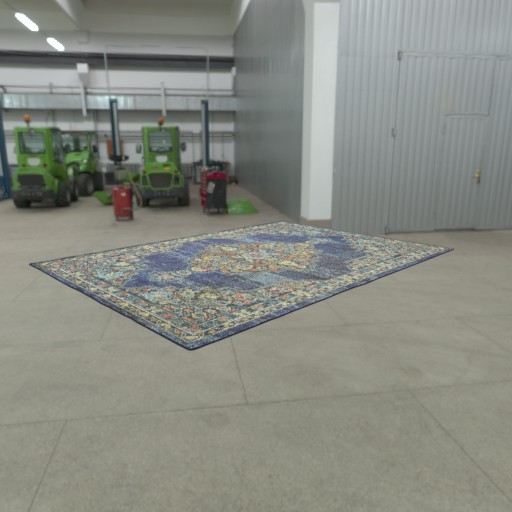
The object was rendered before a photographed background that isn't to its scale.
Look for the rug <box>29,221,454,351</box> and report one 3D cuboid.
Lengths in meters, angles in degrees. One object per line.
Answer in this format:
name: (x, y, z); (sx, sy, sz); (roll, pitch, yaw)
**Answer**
rug: (0.000, 0.000, 2.841); (2.232, 0.009, 1.630); (-13, 19, -43)
